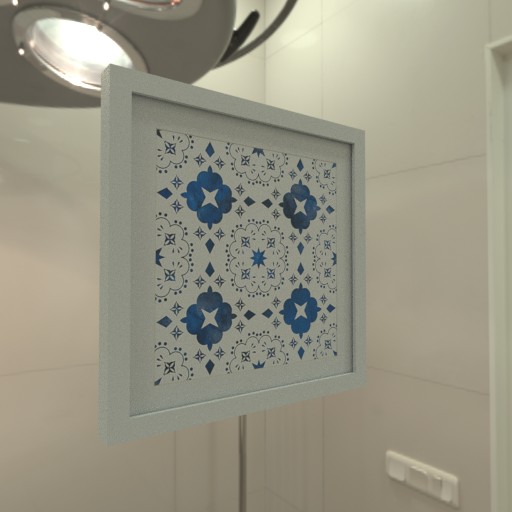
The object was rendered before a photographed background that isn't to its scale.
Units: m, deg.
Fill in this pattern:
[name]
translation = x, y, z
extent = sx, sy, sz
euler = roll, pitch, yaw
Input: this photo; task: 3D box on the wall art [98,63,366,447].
[wall art]
translation = 0.000, 0.000, 0.524
extent = 0.355, 0.355, 0.027
euler = 1, -2, -35
